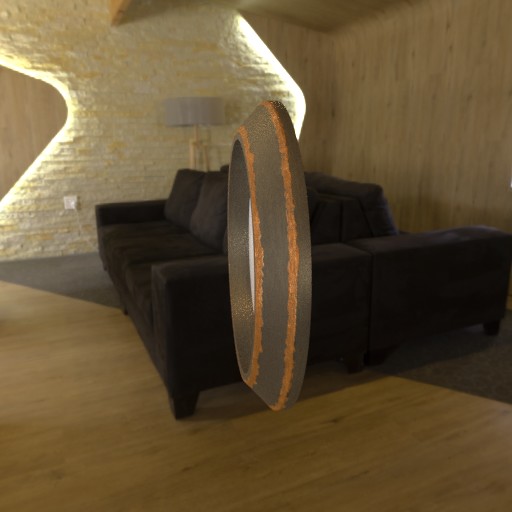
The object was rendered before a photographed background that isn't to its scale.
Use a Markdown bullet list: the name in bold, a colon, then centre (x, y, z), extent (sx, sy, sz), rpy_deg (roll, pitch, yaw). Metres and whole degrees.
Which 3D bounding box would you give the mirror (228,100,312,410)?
- **mirror**: centre (0.000, 0.000, 1.368), extent (0.111, 0.907, 0.907), rpy_deg (-2, 14, -8)
